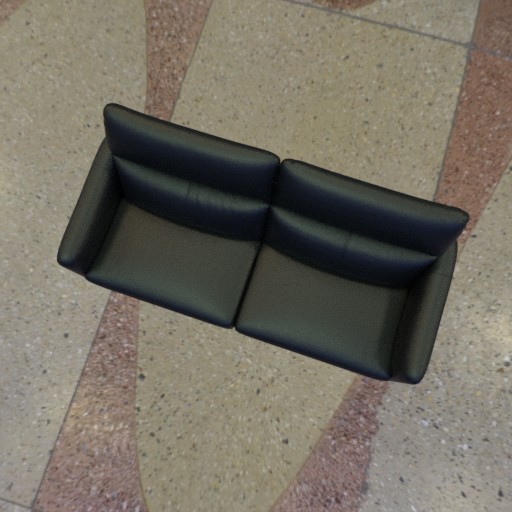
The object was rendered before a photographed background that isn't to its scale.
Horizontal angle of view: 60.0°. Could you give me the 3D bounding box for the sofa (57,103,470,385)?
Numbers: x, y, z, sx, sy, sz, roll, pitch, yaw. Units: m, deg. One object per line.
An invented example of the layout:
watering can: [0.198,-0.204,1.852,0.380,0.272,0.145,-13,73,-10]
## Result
sofa: [0.000,0.000,2.484,2.069,0.957,0.856,18,77,4]
